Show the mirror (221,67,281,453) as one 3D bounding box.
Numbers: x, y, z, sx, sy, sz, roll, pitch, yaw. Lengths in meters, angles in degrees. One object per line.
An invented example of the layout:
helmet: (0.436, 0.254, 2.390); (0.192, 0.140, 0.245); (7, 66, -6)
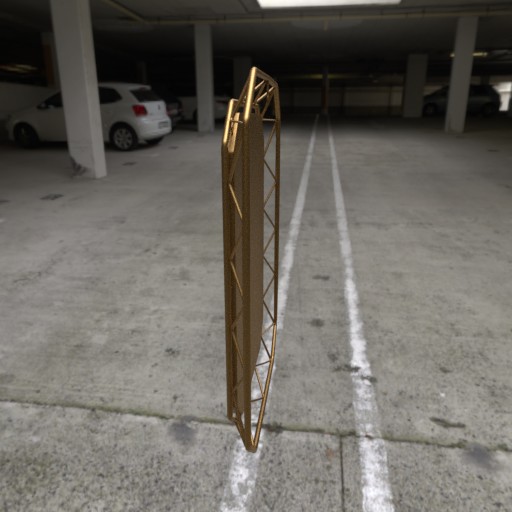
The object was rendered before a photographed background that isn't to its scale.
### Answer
mirror: (0.000, 0.000, 0.745); (0.042, 0.566, 0.417); (2, 18, 8)
